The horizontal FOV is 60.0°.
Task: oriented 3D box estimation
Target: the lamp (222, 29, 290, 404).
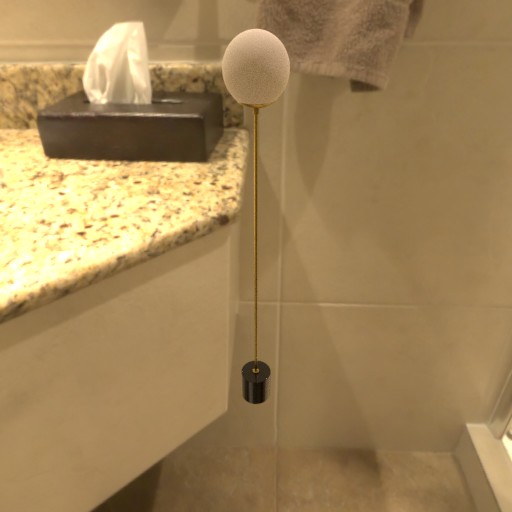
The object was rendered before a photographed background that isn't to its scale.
[{"bbox_3d":[0.000,0.000,1.908,0.229,1.748,0.229,-21,38,-29],"label":"lamp"}]
